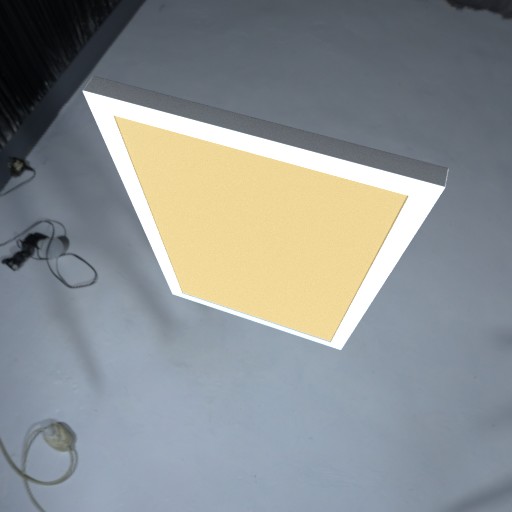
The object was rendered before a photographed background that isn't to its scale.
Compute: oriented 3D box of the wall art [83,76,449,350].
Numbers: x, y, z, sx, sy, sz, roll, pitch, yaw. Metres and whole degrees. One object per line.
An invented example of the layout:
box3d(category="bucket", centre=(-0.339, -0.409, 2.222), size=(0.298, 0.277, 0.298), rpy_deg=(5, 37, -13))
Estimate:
box3d(category="wall art", centre=(0.000, 0.000, 1.124), size=(0.612, 0.915, 0.039), rpy_deg=(17, 64, 9))
